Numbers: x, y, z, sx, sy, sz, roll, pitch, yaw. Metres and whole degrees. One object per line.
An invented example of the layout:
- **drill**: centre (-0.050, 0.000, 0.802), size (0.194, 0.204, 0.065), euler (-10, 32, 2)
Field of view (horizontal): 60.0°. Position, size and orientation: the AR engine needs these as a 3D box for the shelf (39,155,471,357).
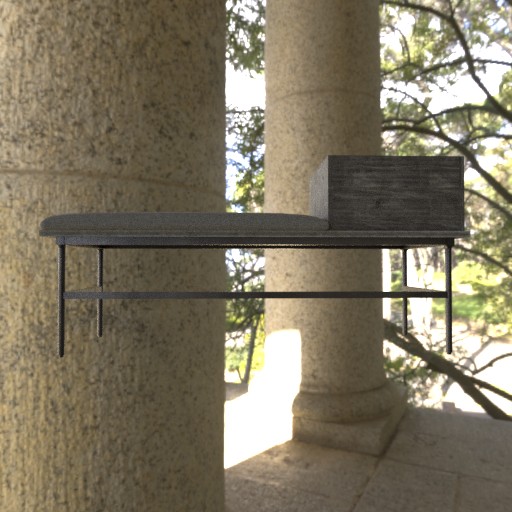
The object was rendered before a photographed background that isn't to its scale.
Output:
- **shelf**: centre (0.000, 0.000, 1.590), size (1.342, 0.633, 0.457), euler (0, -1, -2)
